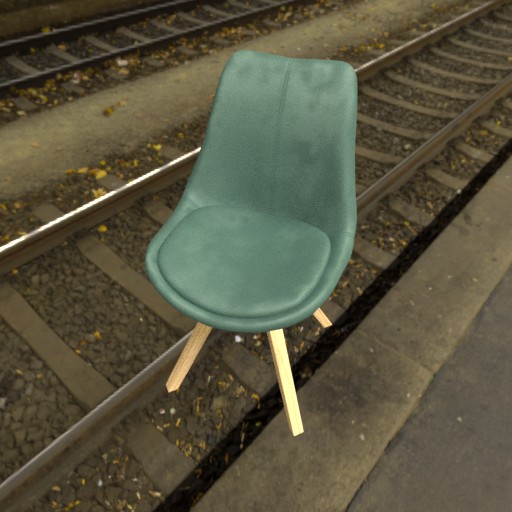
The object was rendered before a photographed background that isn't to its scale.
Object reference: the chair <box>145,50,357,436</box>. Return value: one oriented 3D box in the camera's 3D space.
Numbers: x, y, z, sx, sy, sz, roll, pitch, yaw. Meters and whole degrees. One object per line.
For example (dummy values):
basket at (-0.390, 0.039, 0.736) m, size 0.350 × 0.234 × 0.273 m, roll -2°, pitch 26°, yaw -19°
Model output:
chair at (0.000, 0.000, 1.174) m, size 0.483 × 0.865 × 0.547 m, roll 14°, pitch 44°, yaw 15°
